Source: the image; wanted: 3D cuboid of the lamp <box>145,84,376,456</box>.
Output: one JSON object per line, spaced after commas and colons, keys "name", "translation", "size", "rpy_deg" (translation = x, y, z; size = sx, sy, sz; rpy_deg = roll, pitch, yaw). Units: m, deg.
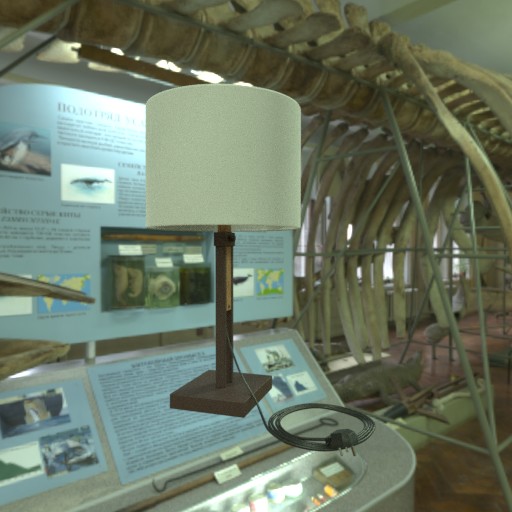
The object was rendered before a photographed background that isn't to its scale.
{"name": "lamp", "translation": [0.000, 0.000, 0.989], "size": [0.525, 0.668, 0.396], "rpy_deg": [0, 1, 18]}
